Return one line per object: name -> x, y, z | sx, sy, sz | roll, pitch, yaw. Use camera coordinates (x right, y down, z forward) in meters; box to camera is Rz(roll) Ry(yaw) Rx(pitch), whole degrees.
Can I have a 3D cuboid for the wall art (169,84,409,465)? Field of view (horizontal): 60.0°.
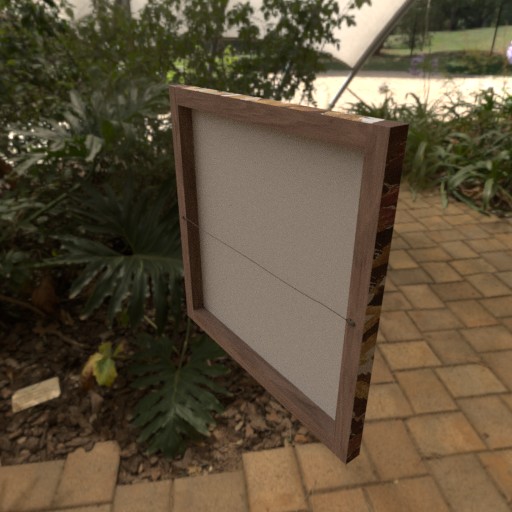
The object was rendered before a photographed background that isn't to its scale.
wall art -> 0.000, 0.000, 0.915 | 0.041, 0.613, 0.609 | -18, 32, -32
